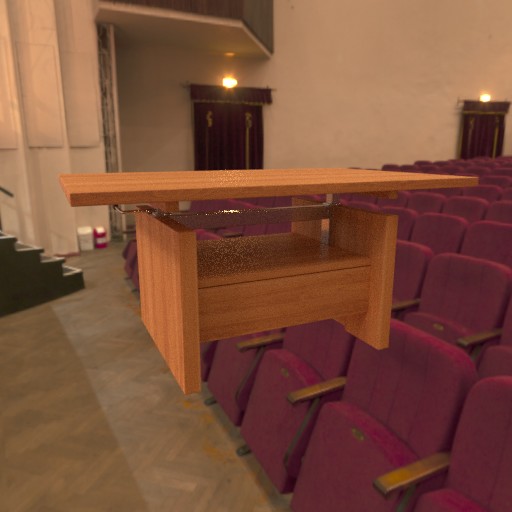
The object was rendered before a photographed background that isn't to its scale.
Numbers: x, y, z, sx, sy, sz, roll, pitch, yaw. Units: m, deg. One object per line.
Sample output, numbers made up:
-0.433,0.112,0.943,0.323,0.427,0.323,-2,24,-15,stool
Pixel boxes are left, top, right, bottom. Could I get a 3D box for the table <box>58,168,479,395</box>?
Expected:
0.000,0.000,1.426,1.100,0.510,0.700,-6,15,-24,table
